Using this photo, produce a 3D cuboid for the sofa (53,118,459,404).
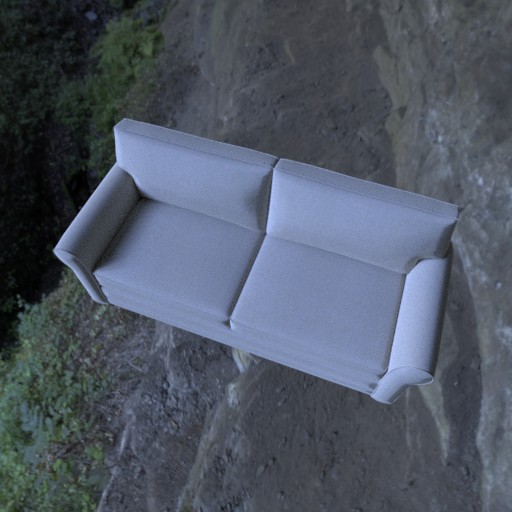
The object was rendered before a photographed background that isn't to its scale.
[{"bbox_3d":[0.000,0.000,2.625,2.146,0.962,0.901,17,59,11],"label":"sofa"}]
